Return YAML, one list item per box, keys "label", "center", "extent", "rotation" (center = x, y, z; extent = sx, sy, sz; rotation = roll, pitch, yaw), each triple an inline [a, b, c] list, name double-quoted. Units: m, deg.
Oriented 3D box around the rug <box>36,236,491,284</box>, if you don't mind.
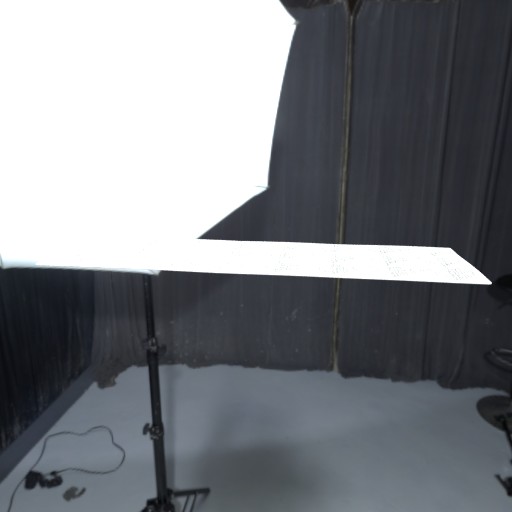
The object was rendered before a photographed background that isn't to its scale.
- label: "rug"
  center: [0.000, 0.000, 2.398]
  extent: [2.182, 0.015, 0.645]
  rotation: [2, 15, 8]
